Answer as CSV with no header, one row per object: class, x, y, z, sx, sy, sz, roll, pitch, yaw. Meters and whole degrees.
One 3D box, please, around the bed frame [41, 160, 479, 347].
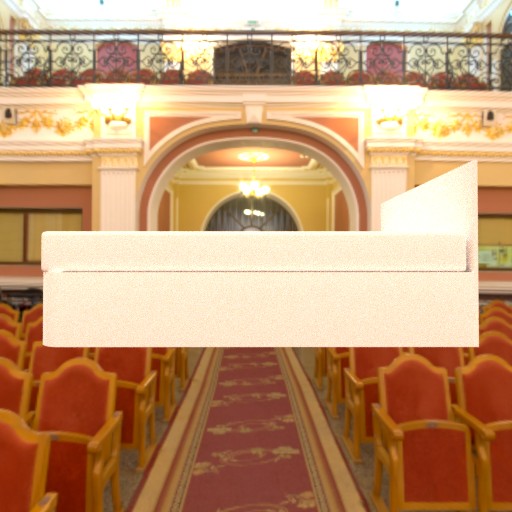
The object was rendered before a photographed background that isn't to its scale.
bed frame,0.000,0.000,2.597,1.900,0.800,1.400,0,-1,0
